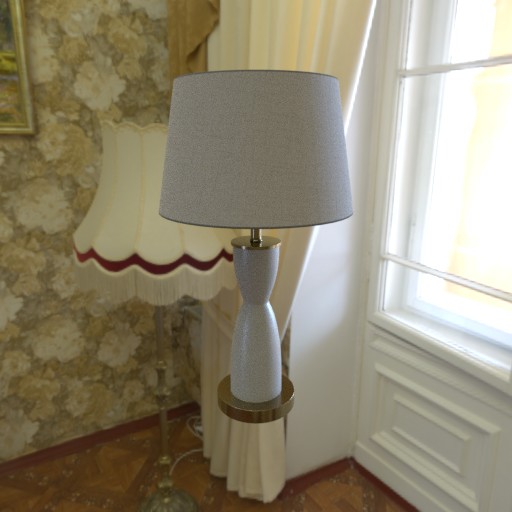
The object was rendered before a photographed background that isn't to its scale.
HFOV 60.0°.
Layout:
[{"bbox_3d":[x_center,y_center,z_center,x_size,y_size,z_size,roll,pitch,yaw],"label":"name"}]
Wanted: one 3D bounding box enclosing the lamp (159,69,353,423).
[{"bbox_3d":[0.000,0.000,0.739,0.309,0.545,0.309,0,15,0],"label":"lamp"}]
